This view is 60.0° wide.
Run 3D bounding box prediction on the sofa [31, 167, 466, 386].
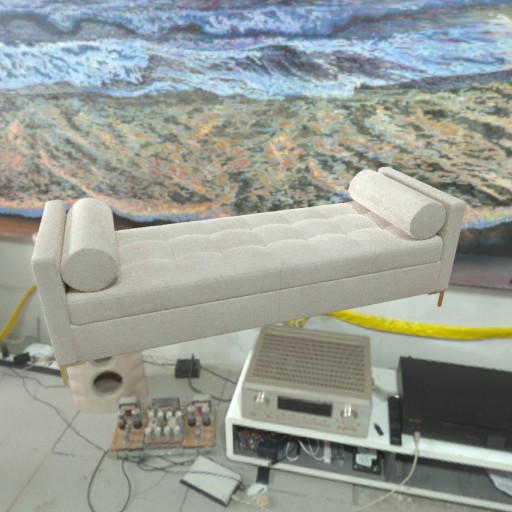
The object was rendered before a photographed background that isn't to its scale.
[{"bbox_3d":[0.000,0.000,2.330,1.981,0.635,0.686,-9,28,-16],"label":"sofa"}]
